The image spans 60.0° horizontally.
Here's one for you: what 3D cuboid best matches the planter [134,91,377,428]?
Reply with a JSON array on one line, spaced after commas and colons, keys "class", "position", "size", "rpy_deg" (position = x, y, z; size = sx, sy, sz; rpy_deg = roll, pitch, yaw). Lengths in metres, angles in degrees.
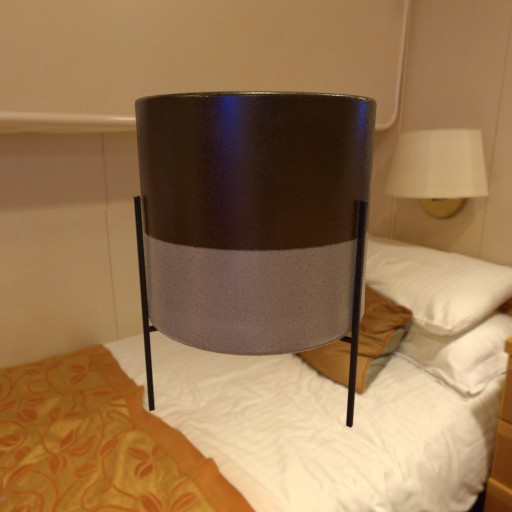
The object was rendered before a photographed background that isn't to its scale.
[{"class": "planter", "position": [0.000, 0.000, 0.709], "size": [0.345, 0.465, 0.354], "rpy_deg": [2, 15, 7]}]
